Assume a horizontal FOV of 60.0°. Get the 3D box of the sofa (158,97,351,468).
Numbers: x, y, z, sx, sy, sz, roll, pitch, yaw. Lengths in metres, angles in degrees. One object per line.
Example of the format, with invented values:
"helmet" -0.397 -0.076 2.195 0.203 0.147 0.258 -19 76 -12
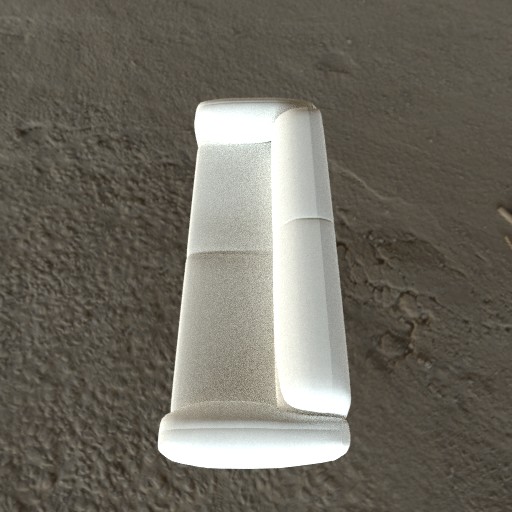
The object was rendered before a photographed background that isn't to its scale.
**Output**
"sofa" 0.000 0.000 2.638 0.870 0.780 2.280 0 58 0
